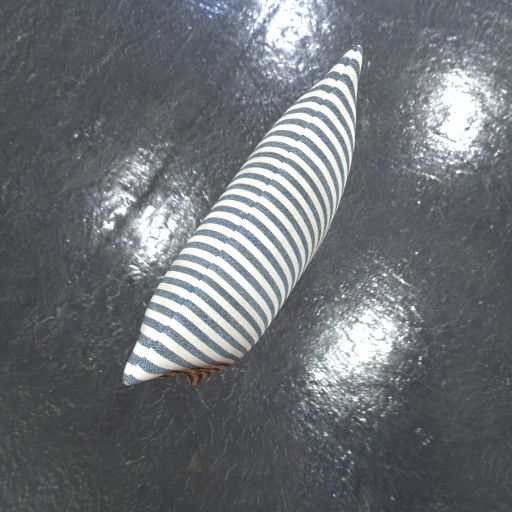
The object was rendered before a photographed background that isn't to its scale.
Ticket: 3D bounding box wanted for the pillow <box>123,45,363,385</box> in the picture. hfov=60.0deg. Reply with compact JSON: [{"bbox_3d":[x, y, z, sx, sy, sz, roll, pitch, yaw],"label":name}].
[{"bbox_3d":[0.000,0.000,0.775,0.166,0.510,0.523,32,77,8],"label":"pillow"}]
